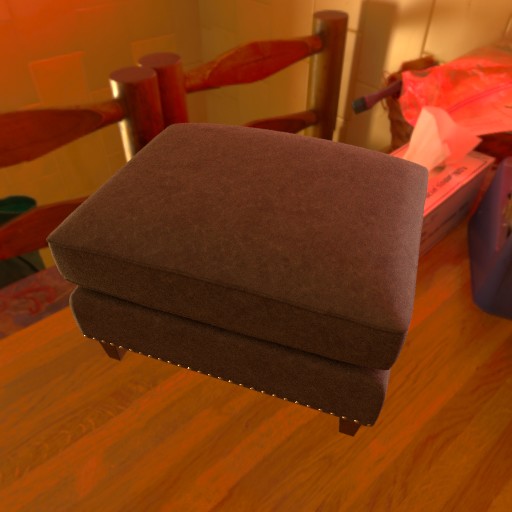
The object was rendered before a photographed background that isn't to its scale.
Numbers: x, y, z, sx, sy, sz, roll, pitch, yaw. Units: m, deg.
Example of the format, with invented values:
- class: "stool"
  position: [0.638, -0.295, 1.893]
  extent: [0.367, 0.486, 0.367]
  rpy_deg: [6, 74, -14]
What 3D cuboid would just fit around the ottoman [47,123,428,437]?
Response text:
- class: "ottoman"
  position: [0.000, 0.000, 1.136]
  extent: [0.741, 0.513, 0.584]
  rpy_deg: [13, 44, 14]
